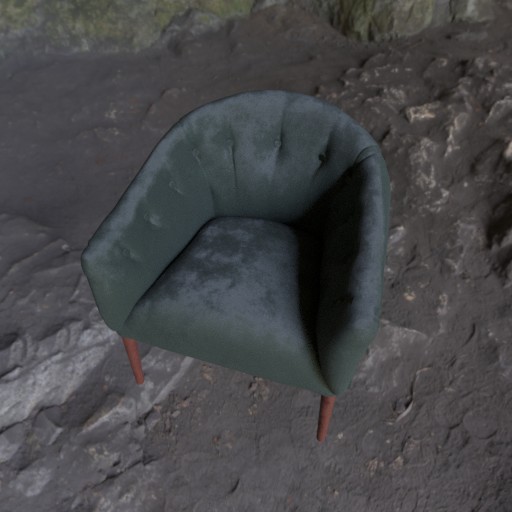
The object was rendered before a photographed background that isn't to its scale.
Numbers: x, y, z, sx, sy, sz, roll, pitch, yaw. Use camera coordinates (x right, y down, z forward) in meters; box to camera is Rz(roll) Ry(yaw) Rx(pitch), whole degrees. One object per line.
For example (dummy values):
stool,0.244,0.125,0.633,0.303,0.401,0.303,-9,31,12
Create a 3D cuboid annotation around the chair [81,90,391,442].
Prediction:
chair,0.000,0.000,1.524,0.851,0.885,0.776,13,44,13
